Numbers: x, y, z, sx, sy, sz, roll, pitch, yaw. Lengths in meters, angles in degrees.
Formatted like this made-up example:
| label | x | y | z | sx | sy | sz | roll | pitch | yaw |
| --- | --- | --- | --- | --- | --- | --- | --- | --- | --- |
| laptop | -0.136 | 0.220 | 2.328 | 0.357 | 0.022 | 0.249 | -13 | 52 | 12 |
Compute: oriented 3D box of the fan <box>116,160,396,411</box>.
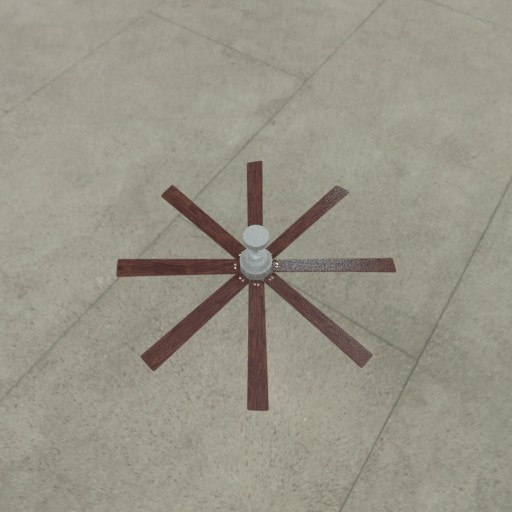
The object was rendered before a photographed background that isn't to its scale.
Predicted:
| label | x | y | z | sx | sy | sz | roll | pitch | yaw |
| --- | --- | --- | --- | --- | --- | --- | --- | --- | --- |
| fan | 0.000 | 0.000 | 2.805 | 1.830 | 0.472 | 1.830 | -1 | 59 | 0 |
